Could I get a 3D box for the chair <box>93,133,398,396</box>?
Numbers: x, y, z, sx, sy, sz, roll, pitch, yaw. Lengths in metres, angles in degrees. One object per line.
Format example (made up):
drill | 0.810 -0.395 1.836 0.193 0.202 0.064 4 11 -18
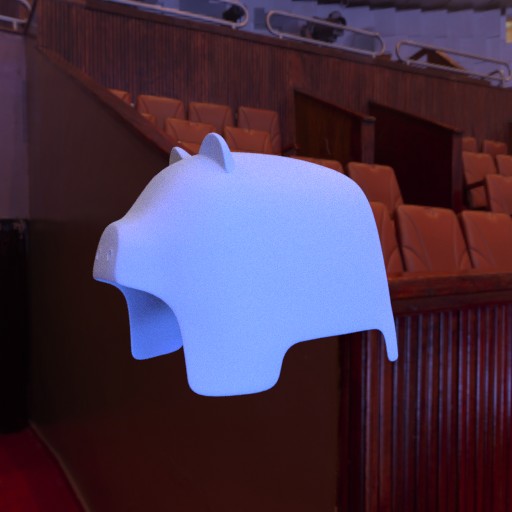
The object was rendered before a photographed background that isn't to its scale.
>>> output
chair | 0.000 0.000 0.894 0.619 0.423 0.364 -1 2 -36
